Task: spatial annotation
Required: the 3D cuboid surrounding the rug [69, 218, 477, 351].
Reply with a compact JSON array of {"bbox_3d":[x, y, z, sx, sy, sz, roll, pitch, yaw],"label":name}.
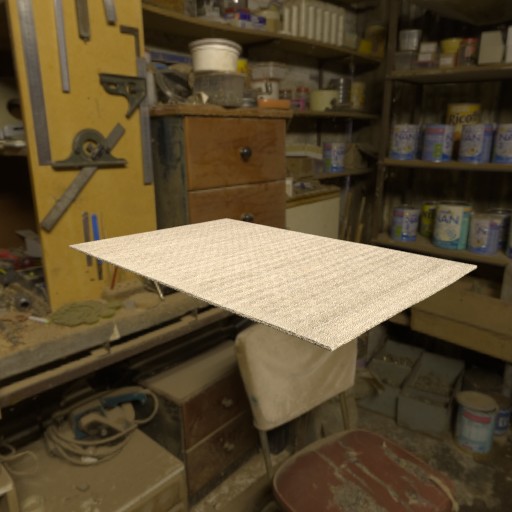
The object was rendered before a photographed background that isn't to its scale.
[{"bbox_3d":[0.000,0.000,2.951,2.297,0.018,1.532,14,21,43],"label":"rug"}]
